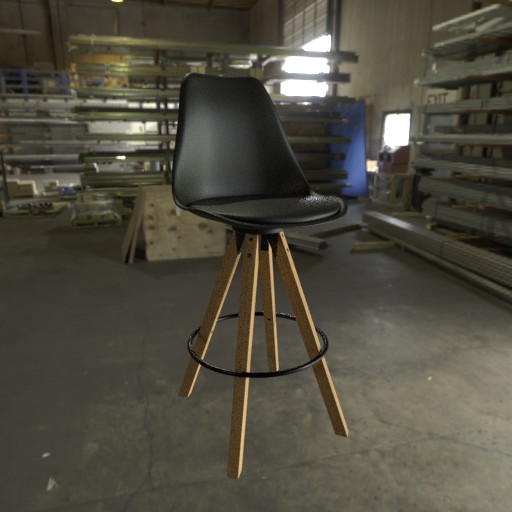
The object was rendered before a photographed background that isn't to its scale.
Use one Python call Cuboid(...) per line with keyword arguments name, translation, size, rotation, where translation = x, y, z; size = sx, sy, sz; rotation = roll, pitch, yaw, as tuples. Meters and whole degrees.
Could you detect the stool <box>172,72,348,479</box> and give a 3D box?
Cuboid(name="stool", translation=(0.000, 0.000, 1.390), size=(0.485, 1.115, 0.550), rotation=(-8, 17, -26))
